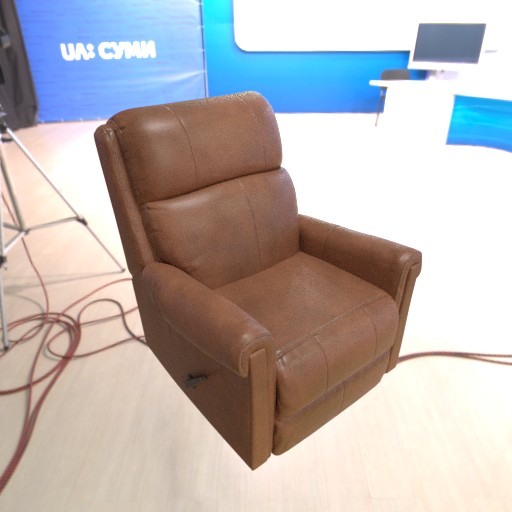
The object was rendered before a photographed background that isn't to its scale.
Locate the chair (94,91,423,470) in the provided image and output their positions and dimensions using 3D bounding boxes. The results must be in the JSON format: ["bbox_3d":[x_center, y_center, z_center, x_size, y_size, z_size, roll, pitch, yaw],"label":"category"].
[{"bbox_3d":[0.000,0.000,1.703,0.838,1.054,1.014,-22,37,-32],"label":"chair"}]
